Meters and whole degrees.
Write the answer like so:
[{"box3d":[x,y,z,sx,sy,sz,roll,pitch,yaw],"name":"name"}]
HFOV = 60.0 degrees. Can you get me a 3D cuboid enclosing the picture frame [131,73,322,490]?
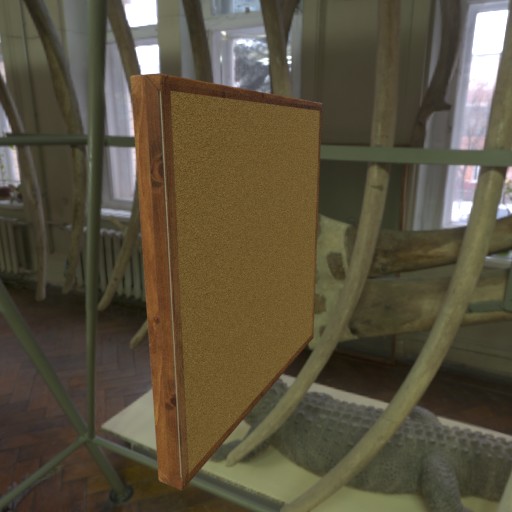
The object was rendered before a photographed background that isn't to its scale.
[{"box3d":[0.000,0.000,0.515,0.028,0.356,0.352,8,17,26],"name":"picture frame"}]
